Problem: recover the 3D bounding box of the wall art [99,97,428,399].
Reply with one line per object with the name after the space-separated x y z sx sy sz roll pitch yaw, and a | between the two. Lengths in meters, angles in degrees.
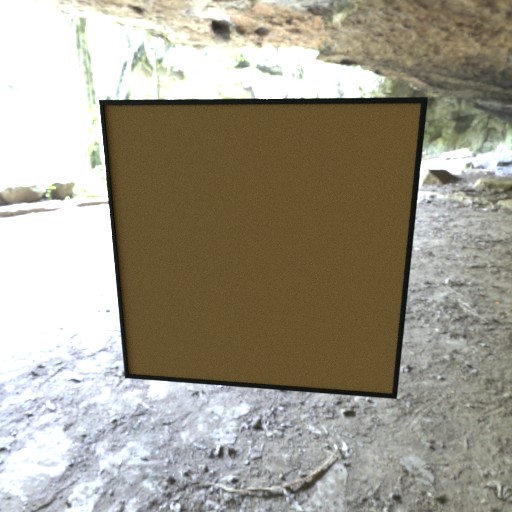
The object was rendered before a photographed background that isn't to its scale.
0.000 0.000 0.683 0.458 0.457 0.013 2 17 7 | wall art
